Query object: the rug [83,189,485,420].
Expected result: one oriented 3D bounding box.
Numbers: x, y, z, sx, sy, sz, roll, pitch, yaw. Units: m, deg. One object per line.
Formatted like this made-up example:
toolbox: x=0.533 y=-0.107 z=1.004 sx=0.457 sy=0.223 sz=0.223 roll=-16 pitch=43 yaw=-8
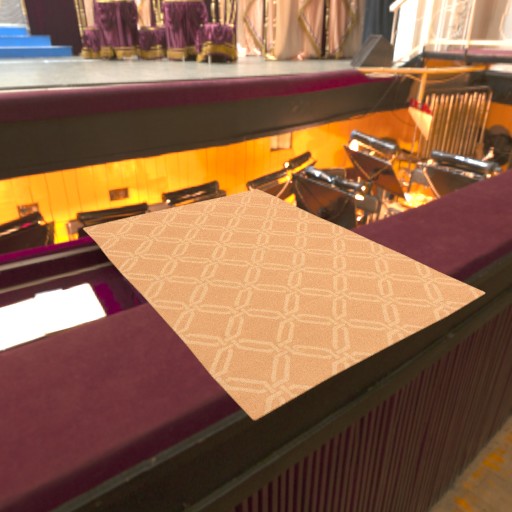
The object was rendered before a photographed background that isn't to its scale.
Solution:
rug: x=0.000 y=0.000 z=2.747 sx=1.524 sy=0.013 sz=2.135 roll=-18 pitch=32 yaw=-31
